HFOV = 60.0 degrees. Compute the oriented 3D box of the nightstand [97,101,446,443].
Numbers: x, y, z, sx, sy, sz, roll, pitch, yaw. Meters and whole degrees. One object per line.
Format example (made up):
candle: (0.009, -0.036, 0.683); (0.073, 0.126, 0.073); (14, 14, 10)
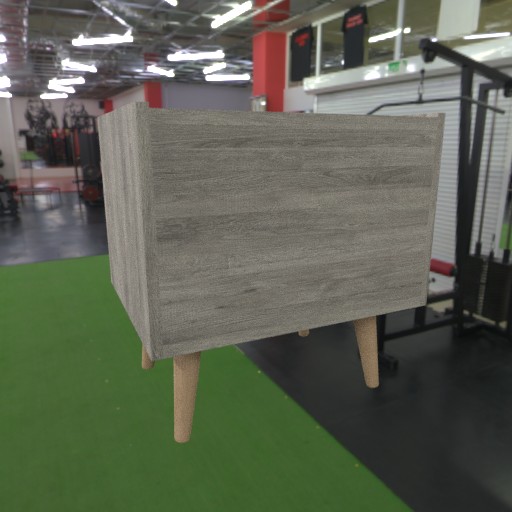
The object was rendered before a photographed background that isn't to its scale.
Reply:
nightstand: (0.000, 0.000, 0.826); (0.480, 0.500, 0.380); (-7, 16, -24)
